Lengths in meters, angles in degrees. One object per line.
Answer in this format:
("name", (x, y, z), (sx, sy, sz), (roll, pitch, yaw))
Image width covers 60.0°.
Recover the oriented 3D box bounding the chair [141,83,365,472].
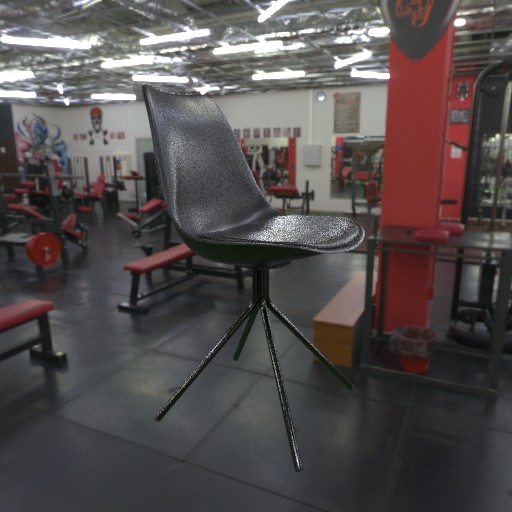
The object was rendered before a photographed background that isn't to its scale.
("chair", (0.000, 0.000, 1.151), (0.525, 0.850, 0.461), (7, 15, 28))
